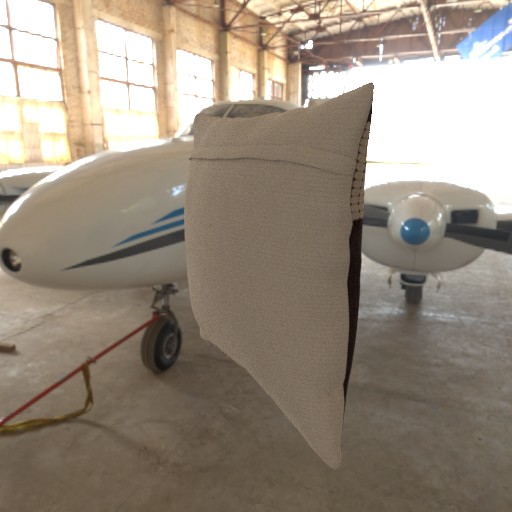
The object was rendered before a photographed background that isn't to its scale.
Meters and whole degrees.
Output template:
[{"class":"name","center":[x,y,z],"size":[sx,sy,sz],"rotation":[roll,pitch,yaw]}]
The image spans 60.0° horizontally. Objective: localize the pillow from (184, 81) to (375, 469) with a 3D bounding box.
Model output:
[{"class":"pillow","center":[0.000,0.000,0.711],"size":[0.178,0.473,0.475],"rotation":[-8,16,-28]}]
